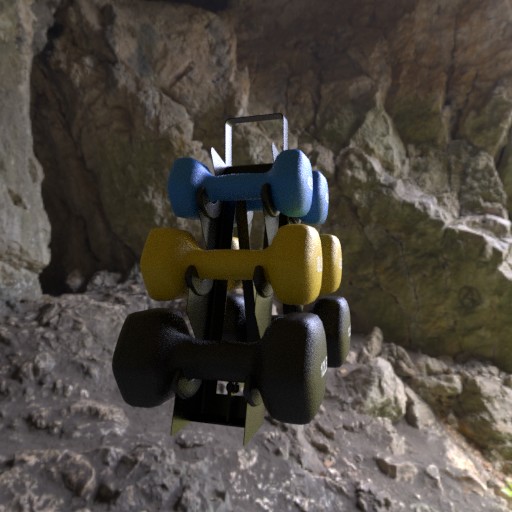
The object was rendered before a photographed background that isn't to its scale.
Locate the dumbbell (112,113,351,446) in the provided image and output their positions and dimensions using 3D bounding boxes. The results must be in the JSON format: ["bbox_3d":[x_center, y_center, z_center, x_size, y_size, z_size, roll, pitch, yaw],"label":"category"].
[{"bbox_3d":[0.000,0.000,0.682,0.255,0.426,0.409,0,-1,18],"label":"dumbbell"}]
